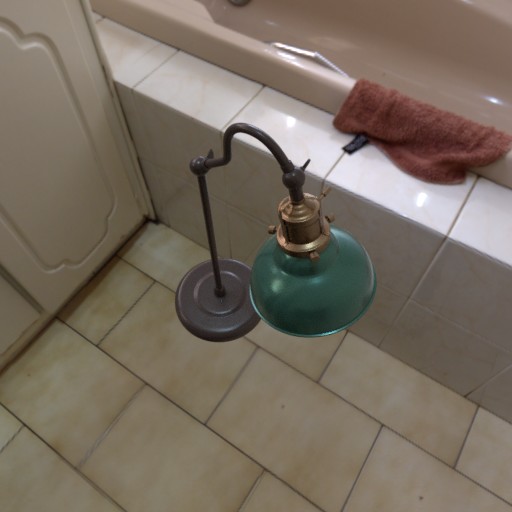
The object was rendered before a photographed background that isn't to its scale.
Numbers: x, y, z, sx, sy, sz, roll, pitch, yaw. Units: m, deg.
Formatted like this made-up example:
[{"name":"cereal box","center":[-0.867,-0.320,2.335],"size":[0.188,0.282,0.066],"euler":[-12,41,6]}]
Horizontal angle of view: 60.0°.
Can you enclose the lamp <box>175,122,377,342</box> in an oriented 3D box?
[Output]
[{"name":"lamp","center":[0.000,0.000,0.688],"size":[0.374,0.508,0.192],"euler":[32,63,18]}]
